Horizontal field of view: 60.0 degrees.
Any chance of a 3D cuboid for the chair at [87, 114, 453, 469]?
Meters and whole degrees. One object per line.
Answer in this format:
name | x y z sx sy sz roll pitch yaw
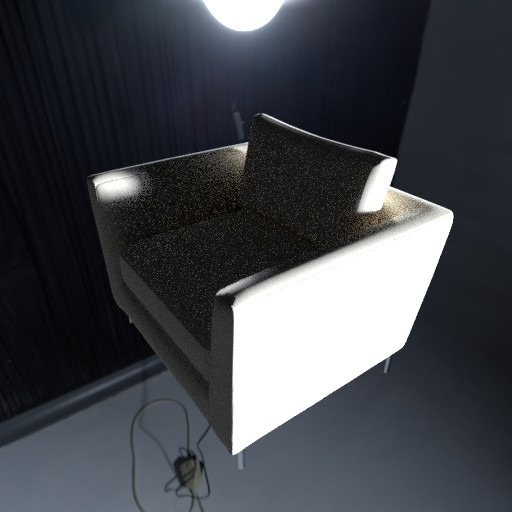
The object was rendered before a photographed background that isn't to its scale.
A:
chair | 0.000 0.000 1.693 0.889 0.865 1.041 -21 37 -30
